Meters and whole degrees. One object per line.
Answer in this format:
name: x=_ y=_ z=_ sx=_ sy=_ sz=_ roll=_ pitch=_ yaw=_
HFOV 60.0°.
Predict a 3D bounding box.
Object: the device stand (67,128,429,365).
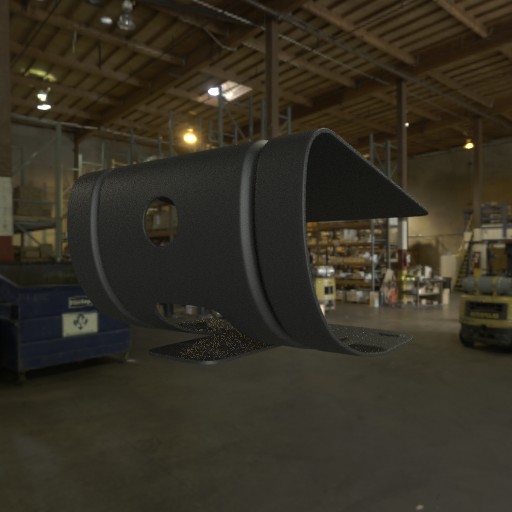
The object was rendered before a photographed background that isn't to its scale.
device stand: x=0.000 y=0.000 z=0.412 sx=0.256 sy=0.155 sz=0.236 roll=0 pitch=-1 yaw=36
